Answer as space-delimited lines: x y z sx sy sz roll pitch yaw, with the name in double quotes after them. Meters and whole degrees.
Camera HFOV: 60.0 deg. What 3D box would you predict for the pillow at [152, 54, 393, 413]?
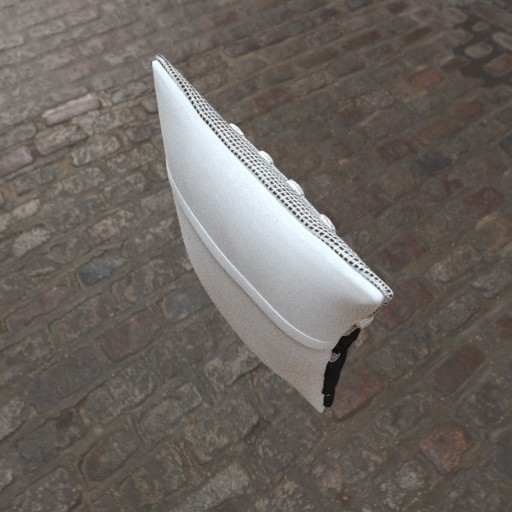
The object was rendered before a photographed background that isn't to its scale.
0.000 0.000 0.667 0.156 0.438 0.436 -31 63 -18 "pillow"
